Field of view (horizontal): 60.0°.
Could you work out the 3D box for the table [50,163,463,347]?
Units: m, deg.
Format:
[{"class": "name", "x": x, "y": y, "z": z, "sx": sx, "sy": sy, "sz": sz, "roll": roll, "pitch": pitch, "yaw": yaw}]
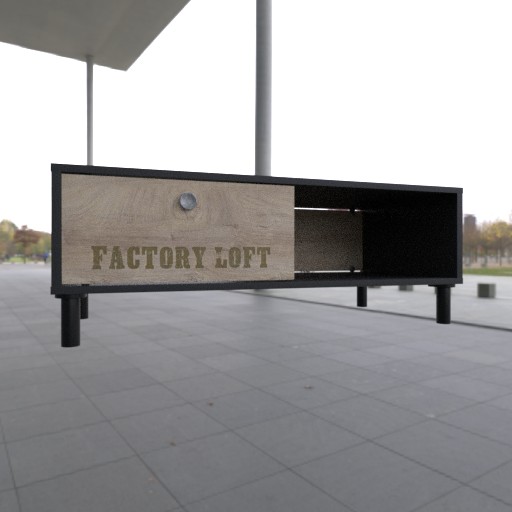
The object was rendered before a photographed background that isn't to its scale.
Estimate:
[{"class": "table", "x": 0.000, "y": 0.000, "z": 1.369, "sx": 1.100, "sy": 0.400, "sz": 0.550, "roll": 0, "pitch": 0, "yaw": -18}]
